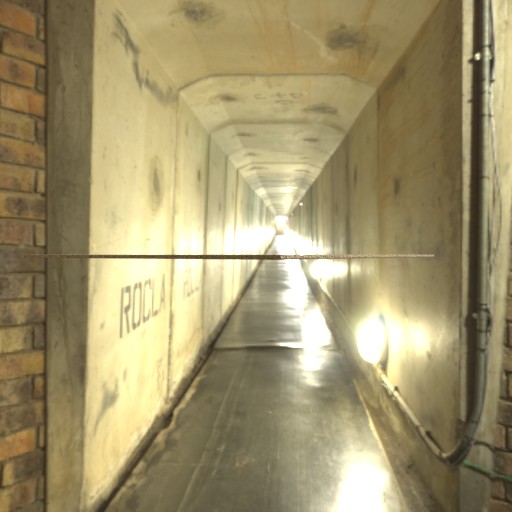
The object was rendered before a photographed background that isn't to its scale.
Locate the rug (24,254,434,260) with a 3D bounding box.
[{"bbox_3d":[0.000,0.000,4.053,2.400,0.025,3.000,0,0,35],"label":"rug"}]
